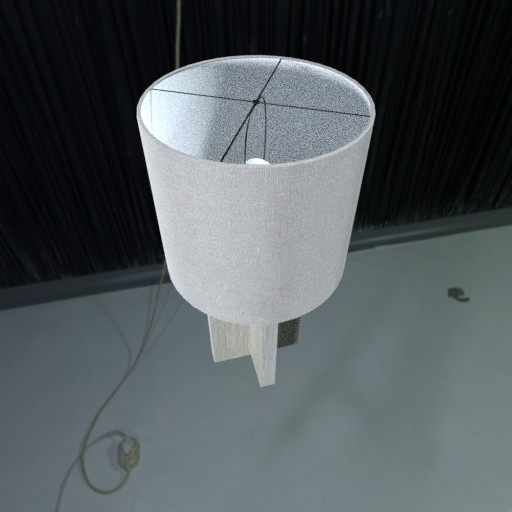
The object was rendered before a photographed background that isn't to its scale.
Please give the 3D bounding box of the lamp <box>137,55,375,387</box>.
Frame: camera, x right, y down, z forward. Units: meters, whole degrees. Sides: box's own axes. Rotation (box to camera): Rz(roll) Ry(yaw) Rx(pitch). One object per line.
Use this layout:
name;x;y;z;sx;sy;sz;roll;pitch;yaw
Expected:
lamp;0.000;0.000;0.582;0.229;0.428;0.229;-11;46;-10
